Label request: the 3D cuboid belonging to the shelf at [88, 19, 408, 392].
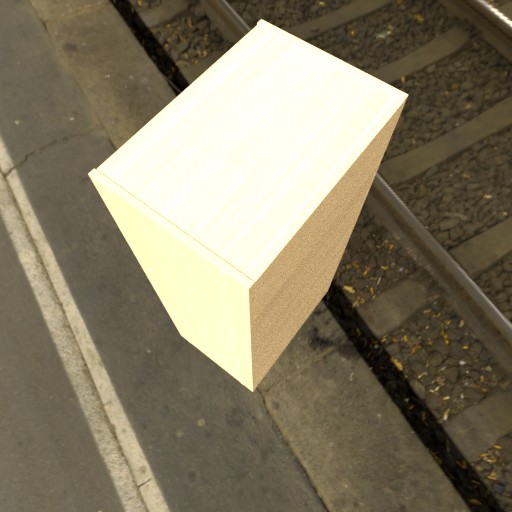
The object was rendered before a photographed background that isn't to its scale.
[{"bbox_3d":[0.000,0.000,1.067,0.292,0.876,0.417,35,69,15],"label":"shelf"}]
